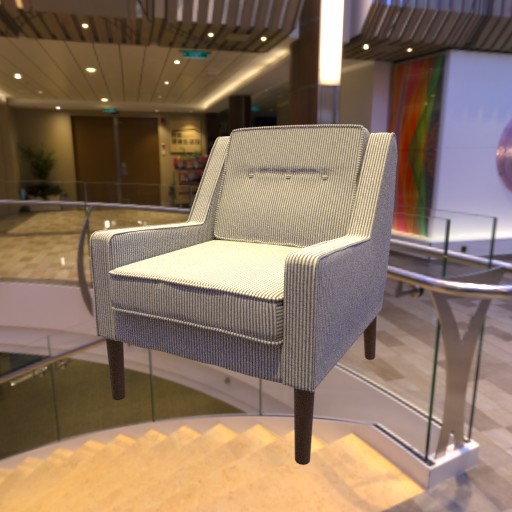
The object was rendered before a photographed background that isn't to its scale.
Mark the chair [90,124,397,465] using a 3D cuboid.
[{"bbox_3d":[0.000,0.000,1.346,0.663,0.792,0.743,7,14,28],"label":"chair"}]
